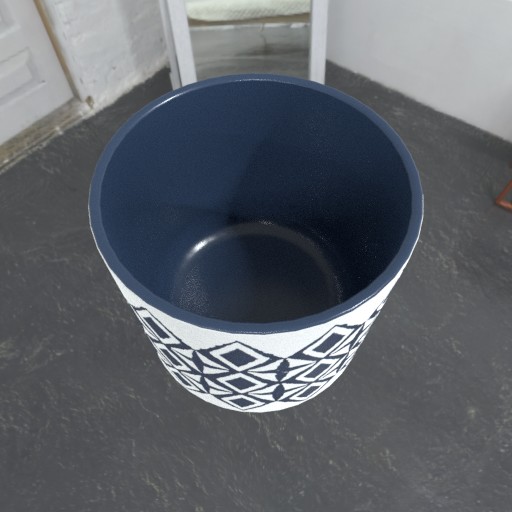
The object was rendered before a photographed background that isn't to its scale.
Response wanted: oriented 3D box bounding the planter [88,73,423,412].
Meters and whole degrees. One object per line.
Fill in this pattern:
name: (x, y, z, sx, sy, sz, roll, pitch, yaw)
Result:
planter: (0.000, 0.000, 0.312, 0.182, 0.165, 0.182, 0, 59, 0)
